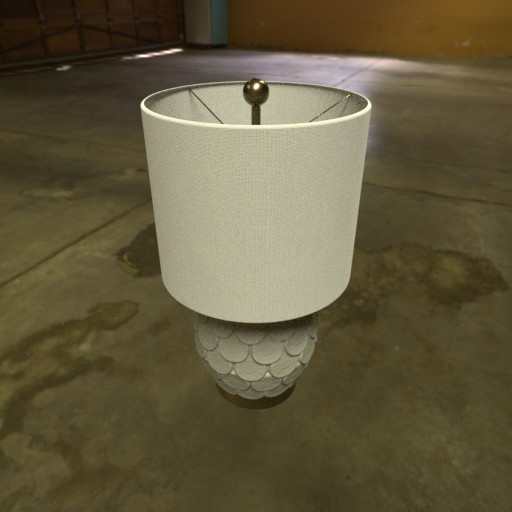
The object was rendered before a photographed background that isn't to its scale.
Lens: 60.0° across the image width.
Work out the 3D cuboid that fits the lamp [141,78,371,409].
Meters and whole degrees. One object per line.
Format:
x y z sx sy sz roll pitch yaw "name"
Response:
0.000 0.000 0.601 0.254 0.452 0.254 0 30 0 "lamp"
